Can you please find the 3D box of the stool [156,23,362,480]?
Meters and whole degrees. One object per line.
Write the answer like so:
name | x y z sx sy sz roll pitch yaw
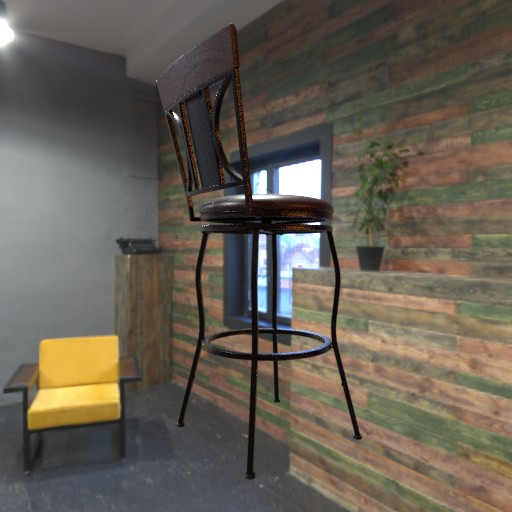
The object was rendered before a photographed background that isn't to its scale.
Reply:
stool | 0.000 0.000 1.390 0.513 1.130 0.448 -1 1 -35
